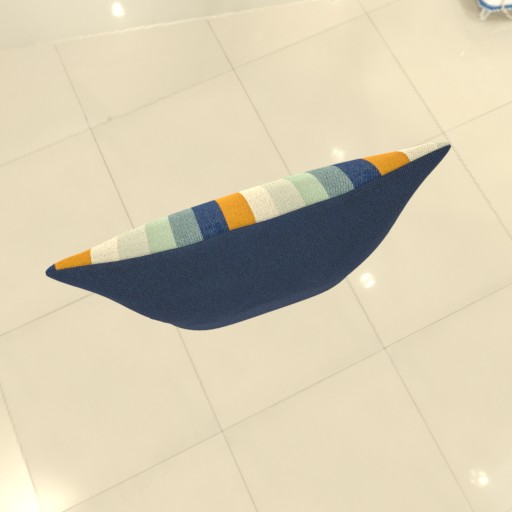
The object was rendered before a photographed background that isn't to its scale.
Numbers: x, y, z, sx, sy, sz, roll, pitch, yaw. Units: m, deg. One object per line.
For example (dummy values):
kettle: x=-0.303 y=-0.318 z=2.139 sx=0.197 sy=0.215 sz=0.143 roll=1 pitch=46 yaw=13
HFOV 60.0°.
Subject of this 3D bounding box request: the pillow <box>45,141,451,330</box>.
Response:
pillow: x=0.000 y=0.000 z=0.697 sx=0.463 sy=0.454 sz=0.173 roll=-18 pitch=77 yaw=-4
